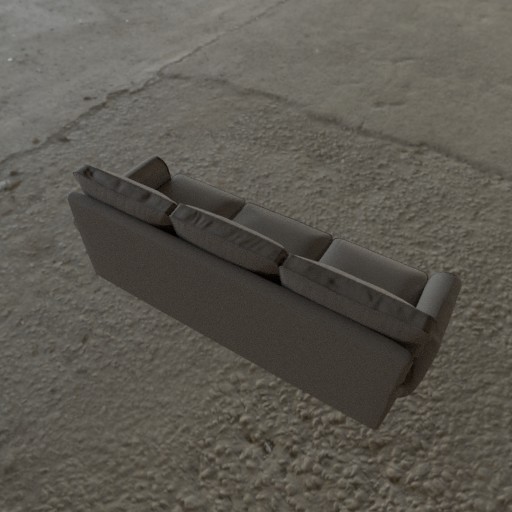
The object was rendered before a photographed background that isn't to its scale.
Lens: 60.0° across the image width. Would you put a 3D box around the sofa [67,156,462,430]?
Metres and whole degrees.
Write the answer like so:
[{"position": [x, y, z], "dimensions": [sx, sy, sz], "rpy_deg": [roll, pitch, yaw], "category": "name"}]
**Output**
[{"position": [0.000, 0.000, 2.814], "dimensions": [2.353, 0.948, 0.966], "rpy_deg": [25, 51, 22], "category": "sofa"}]
